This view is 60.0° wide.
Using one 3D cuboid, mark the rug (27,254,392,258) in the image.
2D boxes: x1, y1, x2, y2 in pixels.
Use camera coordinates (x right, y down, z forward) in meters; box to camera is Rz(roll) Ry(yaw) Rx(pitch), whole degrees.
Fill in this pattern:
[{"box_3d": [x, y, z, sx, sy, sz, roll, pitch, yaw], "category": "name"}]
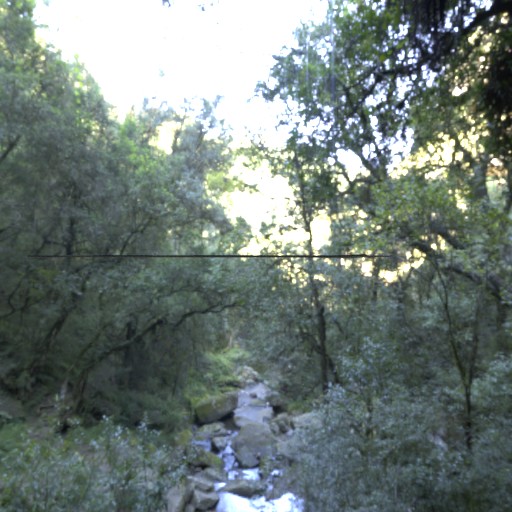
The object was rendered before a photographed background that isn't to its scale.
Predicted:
[{"box_3d": [0.000, 0.000, 4.358, 2.443, 0.024, 3.228, 0, 0, 20], "category": "rug"}]
